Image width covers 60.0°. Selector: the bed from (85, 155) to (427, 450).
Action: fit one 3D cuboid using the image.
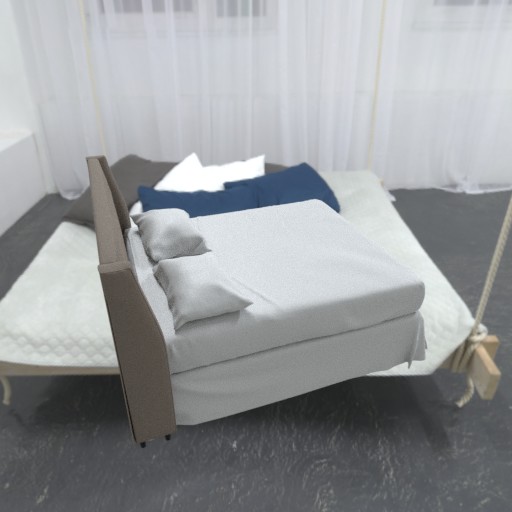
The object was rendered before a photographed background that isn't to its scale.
[{"bbox_3d":[0.000,0.000,3.484,2.276,1.332,1.925,-10,32,-17],"label":"bed"}]
